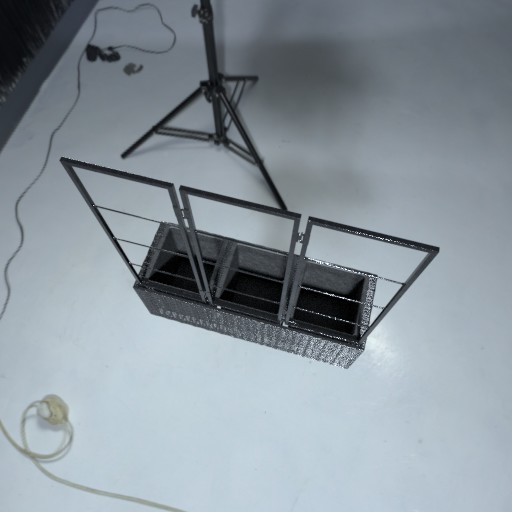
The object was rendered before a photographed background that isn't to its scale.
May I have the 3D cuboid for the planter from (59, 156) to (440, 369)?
[{"bbox_3d":[0.000,0.000,1.169,0.698,0.841,0.244,14,65,7],"label":"planter"}]
